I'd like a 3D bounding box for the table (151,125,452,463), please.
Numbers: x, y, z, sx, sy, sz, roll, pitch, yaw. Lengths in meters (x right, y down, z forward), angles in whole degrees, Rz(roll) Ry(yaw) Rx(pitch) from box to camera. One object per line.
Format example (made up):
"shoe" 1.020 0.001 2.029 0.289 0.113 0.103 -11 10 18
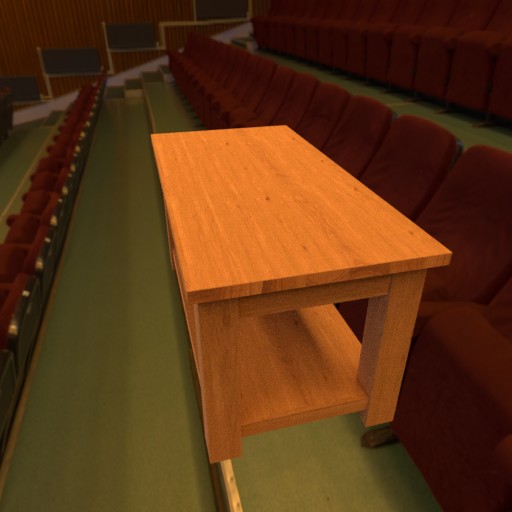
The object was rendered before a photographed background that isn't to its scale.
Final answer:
"table" 0.000 0.000 1.189 0.450 0.452 0.899 -8 31 -13
